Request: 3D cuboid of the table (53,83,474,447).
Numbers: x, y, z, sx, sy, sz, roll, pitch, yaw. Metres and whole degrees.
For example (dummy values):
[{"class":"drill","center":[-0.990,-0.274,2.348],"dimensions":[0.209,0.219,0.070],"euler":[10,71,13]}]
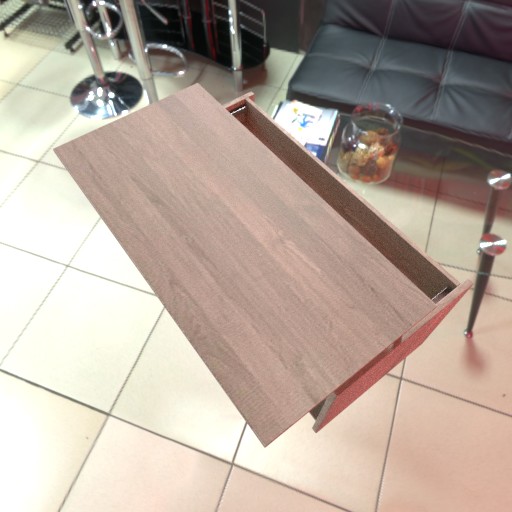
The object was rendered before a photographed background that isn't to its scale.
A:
[{"class":"table","center":[0.000,0.000,1.417],"dimensions":[0.712,0.570,1.000],"euler":[-33,63,-19]}]
